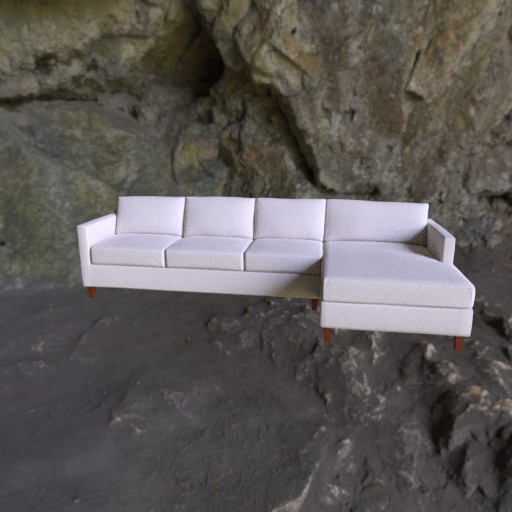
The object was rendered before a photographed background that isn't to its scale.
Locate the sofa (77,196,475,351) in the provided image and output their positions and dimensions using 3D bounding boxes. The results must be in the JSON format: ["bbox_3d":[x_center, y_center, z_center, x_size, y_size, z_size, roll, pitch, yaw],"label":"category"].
[{"bbox_3d":[0.000,0.000,4.188,3.471,0.954,1.599,2,15,9],"label":"sofa"}]
